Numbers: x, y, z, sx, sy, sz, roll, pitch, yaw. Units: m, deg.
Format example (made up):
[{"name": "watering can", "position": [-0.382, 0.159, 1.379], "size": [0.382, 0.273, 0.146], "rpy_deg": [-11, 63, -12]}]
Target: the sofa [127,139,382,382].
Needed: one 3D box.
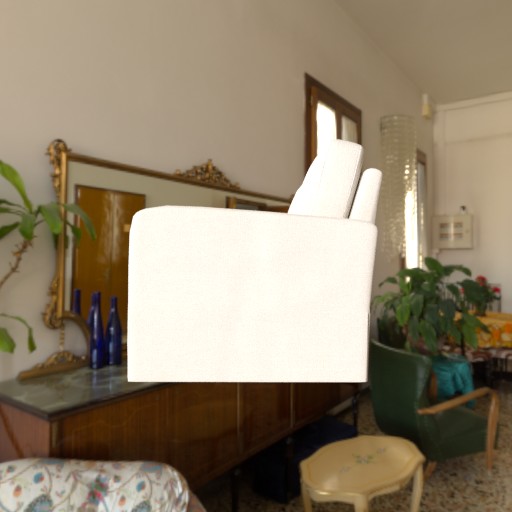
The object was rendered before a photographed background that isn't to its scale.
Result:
[{"name": "sofa", "position": [0.000, 0.000, 2.325], "size": [0.894, 0.831, 1.808], "rpy_deg": [0, -1, 0]}]
